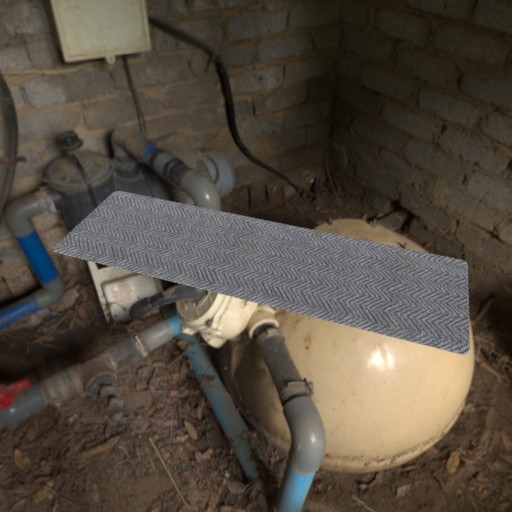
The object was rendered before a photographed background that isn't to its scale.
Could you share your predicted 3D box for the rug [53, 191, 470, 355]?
[{"bbox_3d":[0.000,0.000,2.537,2.286,0.008,0.686,13,42,14],"label":"rug"}]
